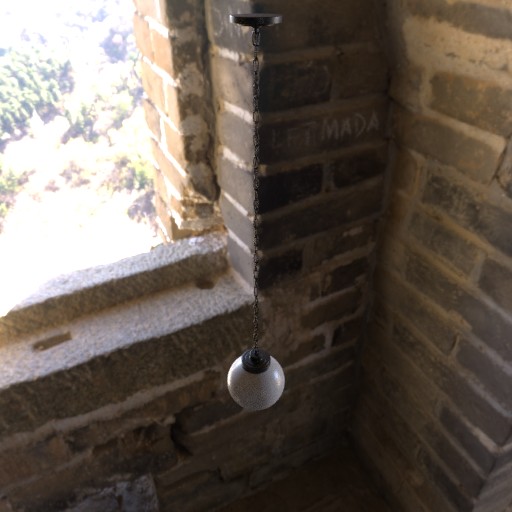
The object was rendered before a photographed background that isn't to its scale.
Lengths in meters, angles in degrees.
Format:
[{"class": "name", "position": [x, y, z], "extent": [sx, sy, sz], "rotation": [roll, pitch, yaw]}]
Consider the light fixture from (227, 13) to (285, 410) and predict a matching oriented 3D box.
[{"class": "light fixture", "position": [0.000, 0.000, 1.952], "extent": [0.305, 1.867, 0.304], "rotation": [10, 33, 16]}]
